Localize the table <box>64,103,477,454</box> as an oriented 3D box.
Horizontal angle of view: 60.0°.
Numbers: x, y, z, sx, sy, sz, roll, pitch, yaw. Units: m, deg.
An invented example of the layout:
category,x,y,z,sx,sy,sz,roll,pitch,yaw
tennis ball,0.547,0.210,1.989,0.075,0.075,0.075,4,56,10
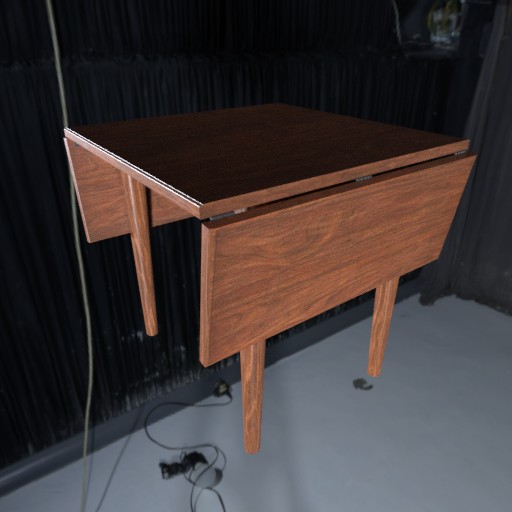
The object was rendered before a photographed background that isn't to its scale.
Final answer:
category,x,y,z,sx,sy,sz,roll,pitch,yaw
table,0.000,0.000,1.399,0.812,0.763,0.843,-19,33,-32
